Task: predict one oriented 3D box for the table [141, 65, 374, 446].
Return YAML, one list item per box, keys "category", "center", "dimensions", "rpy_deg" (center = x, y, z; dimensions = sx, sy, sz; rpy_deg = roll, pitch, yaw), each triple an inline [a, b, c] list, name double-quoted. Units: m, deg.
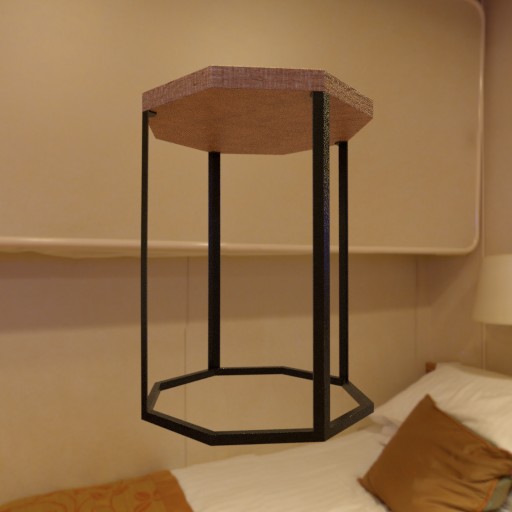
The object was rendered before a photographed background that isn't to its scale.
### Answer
- category: "table"
  center: [0.000, 0.000, 0.852]
  dimensions: [0.437, 0.553, 0.437]
  rpy_deg: [0, -1, 17]
